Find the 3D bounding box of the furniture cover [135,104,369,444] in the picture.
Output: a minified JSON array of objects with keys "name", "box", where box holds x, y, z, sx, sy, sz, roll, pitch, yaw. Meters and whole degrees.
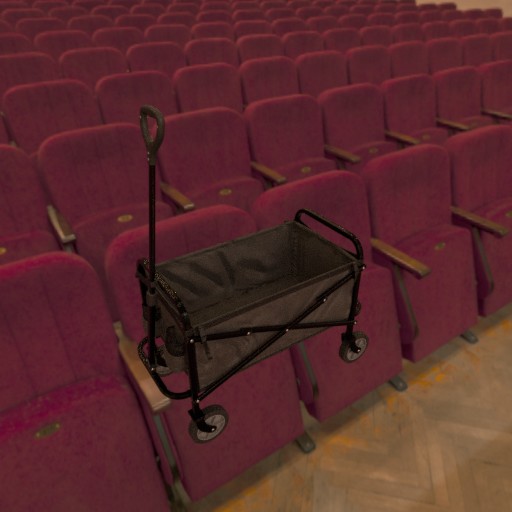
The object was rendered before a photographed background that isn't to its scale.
[{"name":"furniture cover","box":[0.000,0.000,1.825,1.038,1.295,0.532,-19,37,-28]}]
